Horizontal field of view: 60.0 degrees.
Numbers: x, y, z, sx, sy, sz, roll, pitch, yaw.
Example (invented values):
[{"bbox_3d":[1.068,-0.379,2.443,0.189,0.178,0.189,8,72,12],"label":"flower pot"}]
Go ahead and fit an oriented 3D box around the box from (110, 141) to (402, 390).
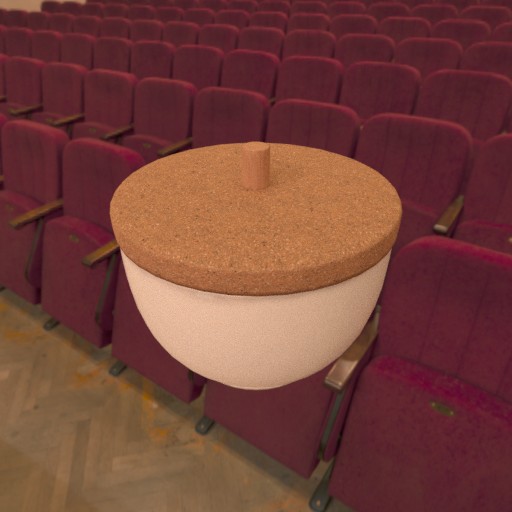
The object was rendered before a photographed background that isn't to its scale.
[{"bbox_3d":[0.000,0.000,0.184,0.107,0.094,0.107,0,33,0],"label":"box"}]
